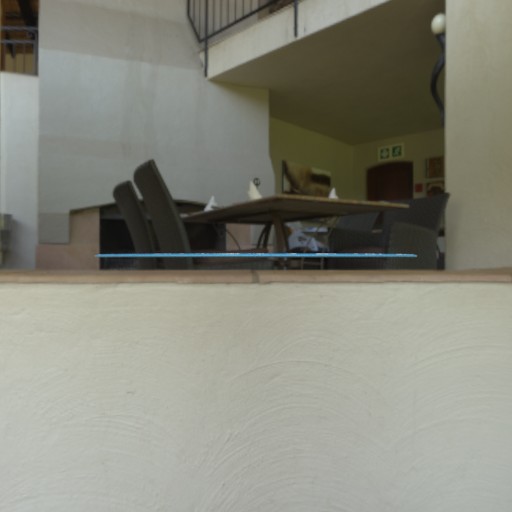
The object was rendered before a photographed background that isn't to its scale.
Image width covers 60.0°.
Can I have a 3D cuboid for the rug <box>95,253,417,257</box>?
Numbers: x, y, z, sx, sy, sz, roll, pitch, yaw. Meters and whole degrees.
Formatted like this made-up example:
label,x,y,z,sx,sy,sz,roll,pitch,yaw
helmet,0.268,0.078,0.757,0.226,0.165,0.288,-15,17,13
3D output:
label,x,y,z,sx,sy,sz,roll,pitch,yaw
rug,0.000,0.000,2.331,1.593,0.012,1.593,0,0,0
